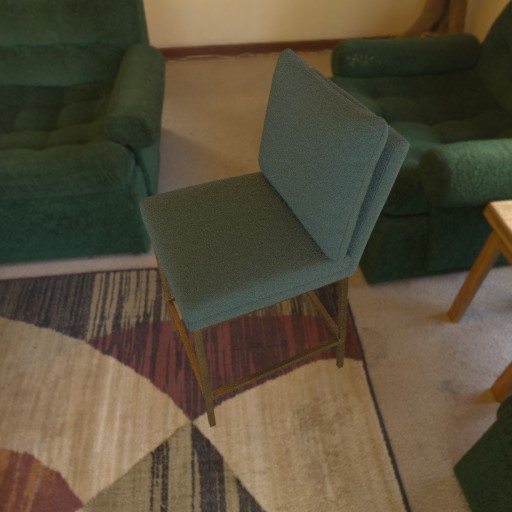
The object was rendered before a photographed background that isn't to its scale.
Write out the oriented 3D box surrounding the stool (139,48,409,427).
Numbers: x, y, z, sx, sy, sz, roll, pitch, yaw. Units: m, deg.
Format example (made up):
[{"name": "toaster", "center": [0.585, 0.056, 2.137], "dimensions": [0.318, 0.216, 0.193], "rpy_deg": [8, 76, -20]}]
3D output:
[{"name": "stool", "center": [0.000, 0.000, 1.348], "dimensions": [0.568, 1.032, 0.463], "rpy_deg": [-18, 49, -16]}]
